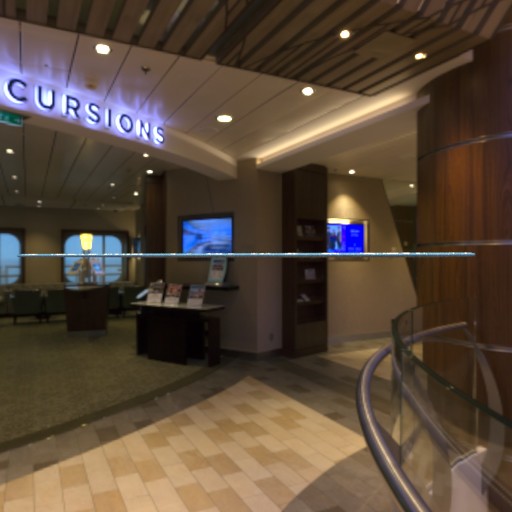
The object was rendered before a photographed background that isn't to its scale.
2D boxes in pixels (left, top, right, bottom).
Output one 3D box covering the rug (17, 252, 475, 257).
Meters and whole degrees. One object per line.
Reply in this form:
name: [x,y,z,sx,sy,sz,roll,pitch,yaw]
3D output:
rug: [0.000,0.000,2.264,1.833,0.012,1.211,0,0,17]
